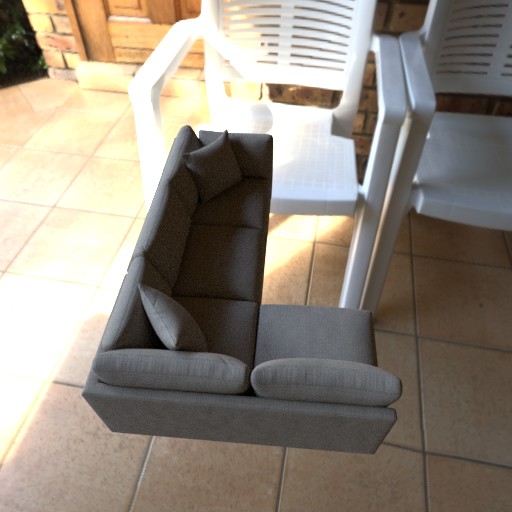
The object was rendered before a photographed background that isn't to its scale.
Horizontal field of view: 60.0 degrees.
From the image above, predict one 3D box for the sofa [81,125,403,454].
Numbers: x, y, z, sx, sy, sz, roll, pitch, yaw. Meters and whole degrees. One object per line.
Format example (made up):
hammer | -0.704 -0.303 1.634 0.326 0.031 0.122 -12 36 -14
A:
sofa | 0.000 0.000 3.849 1.994 0.978 2.896 4 48 3
